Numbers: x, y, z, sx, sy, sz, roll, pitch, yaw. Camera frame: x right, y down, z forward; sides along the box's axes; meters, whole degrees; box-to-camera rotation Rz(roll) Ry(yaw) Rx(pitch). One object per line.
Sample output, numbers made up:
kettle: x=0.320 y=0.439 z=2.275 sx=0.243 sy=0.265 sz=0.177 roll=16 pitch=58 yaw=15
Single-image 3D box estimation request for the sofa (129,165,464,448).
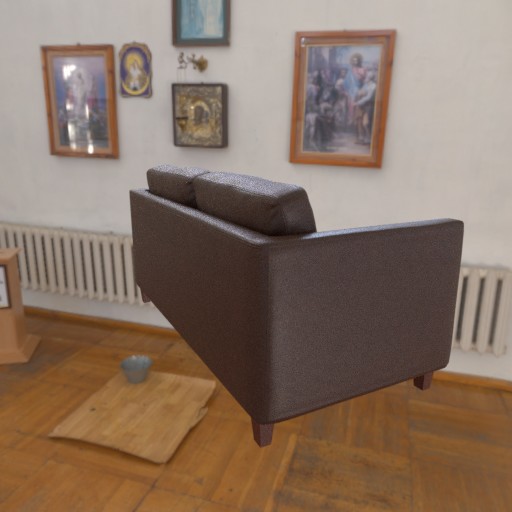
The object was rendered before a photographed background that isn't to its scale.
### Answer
sofa: x=0.000 y=0.000 z=2.407 sx=0.951 sy=0.933 sz=1.883 roll=-7 pitch=16 yaw=-27
